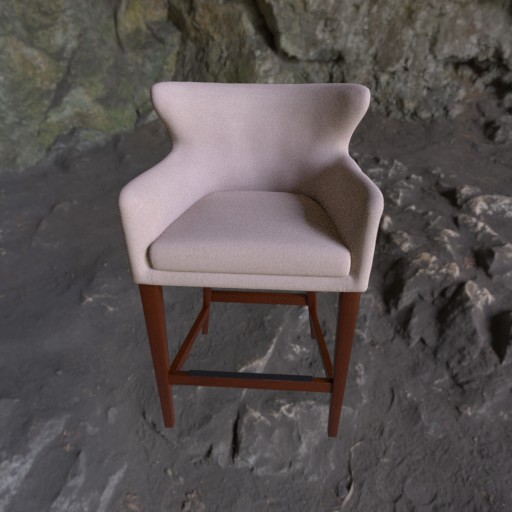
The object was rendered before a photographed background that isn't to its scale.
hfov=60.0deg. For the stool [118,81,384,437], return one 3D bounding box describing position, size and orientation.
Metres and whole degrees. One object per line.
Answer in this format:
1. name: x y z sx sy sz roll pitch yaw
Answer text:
1. stool: 0.000 0.000 1.350 0.601 0.951 0.570 2 30 3
